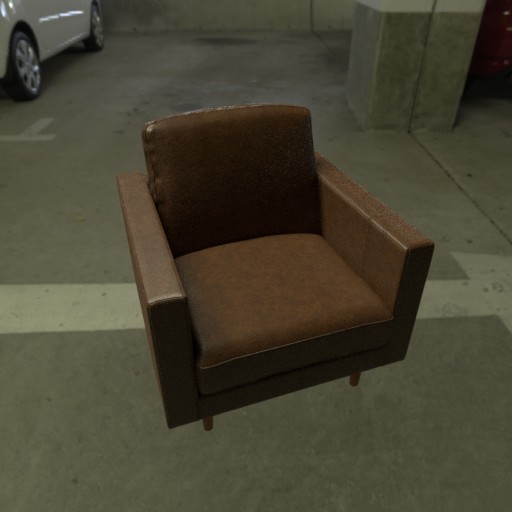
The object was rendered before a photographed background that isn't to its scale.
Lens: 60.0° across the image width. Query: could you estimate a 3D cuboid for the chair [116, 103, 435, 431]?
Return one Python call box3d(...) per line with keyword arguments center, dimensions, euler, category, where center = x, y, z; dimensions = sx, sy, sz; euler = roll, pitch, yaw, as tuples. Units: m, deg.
box3d(center=(0.000, 0.000, 1.681), dimensions=(0.890, 0.956, 0.909), euler=(-11, 36, -16), category="chair")
